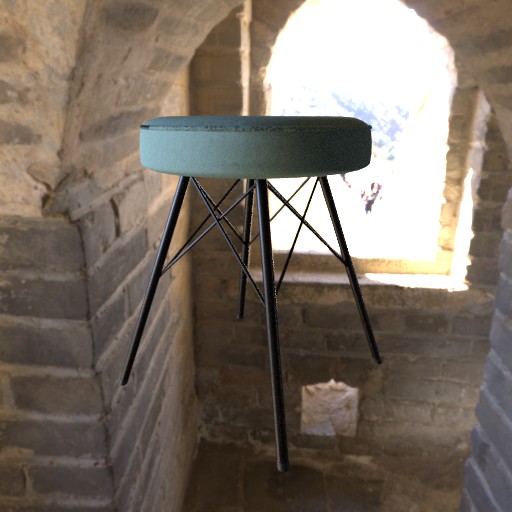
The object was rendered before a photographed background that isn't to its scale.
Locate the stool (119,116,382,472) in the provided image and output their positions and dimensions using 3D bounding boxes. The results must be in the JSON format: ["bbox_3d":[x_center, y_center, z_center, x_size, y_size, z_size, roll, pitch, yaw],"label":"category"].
[{"bbox_3d":[0.000,0.000,0.864,0.458,0.519,0.457,16,23,42],"label":"stool"}]
